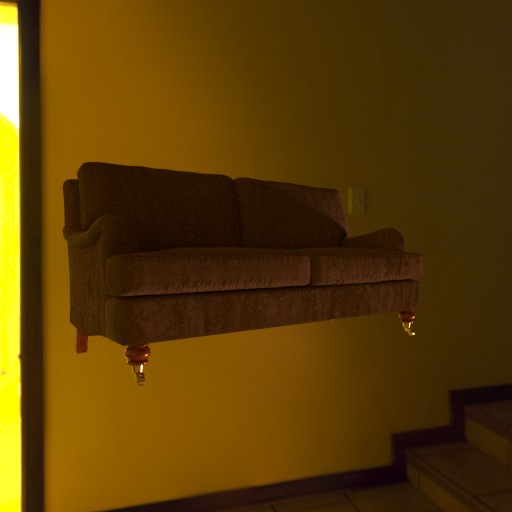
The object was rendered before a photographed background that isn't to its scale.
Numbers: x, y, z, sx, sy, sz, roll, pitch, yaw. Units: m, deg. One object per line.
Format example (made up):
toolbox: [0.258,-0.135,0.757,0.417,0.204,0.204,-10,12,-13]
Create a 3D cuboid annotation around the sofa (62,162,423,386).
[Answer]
sofa: [0.000,0.000,2.833,2.165,1.087,1.086,0,1,-36]
